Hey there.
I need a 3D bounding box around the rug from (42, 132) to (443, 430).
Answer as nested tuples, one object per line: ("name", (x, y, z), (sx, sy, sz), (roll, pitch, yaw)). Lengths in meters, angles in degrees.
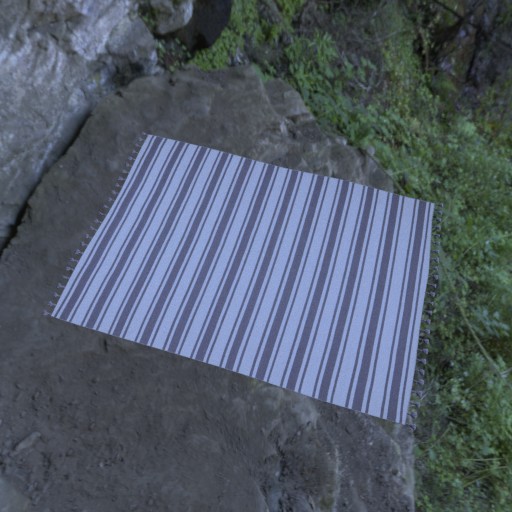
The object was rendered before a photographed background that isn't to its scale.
("rug", (0.000, 0.000, 3.821), (3.040, 0.017, 2.030), (15, 64, 8))
